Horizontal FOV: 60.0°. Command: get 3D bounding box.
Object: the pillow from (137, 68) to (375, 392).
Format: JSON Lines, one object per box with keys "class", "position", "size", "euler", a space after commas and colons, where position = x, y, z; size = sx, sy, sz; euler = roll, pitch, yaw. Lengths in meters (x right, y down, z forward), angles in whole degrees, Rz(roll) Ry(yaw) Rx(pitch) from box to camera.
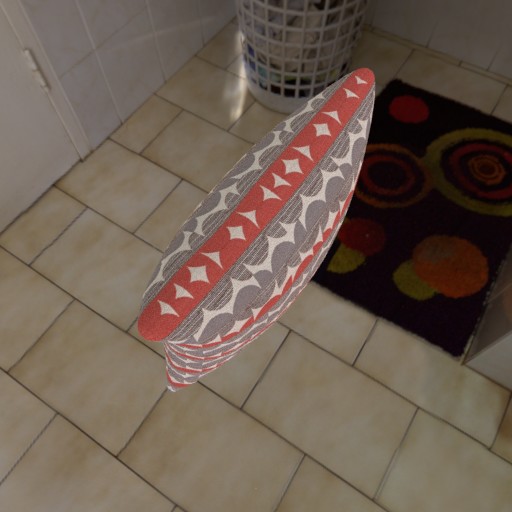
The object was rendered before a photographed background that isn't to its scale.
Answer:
{"class": "pillow", "position": [0.000, 0.000, 0.644], "size": [0.180, 0.410, 0.420], "euler": [32, 67, 16]}
